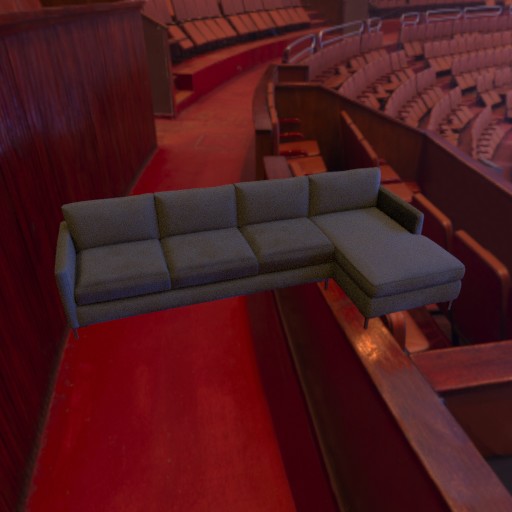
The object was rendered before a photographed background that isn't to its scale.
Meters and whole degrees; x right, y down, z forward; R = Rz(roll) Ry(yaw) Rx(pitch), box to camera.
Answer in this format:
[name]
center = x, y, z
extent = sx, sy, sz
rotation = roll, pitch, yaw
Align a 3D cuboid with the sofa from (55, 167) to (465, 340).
[sofa]
center = 0.000, 0.000, 3.252
extent = 2.725, 0.756, 1.255
rotation = -9, 32, -15
